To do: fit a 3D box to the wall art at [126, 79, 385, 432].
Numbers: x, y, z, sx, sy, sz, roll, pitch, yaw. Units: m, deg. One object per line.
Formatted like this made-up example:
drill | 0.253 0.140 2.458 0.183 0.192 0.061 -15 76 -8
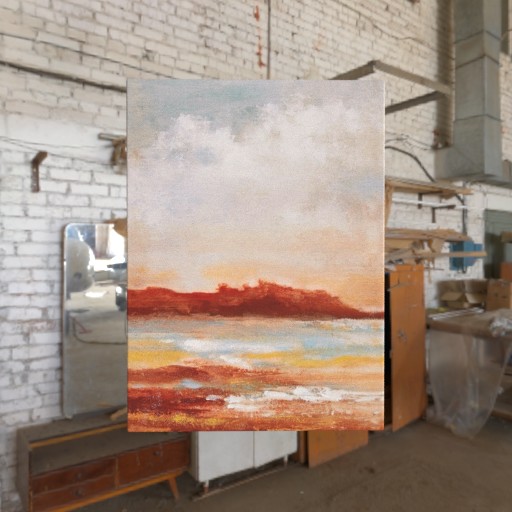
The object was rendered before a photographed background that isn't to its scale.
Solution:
wall art | 0.000 0.000 0.777 0.443 0.605 0.035 0 1 -1
